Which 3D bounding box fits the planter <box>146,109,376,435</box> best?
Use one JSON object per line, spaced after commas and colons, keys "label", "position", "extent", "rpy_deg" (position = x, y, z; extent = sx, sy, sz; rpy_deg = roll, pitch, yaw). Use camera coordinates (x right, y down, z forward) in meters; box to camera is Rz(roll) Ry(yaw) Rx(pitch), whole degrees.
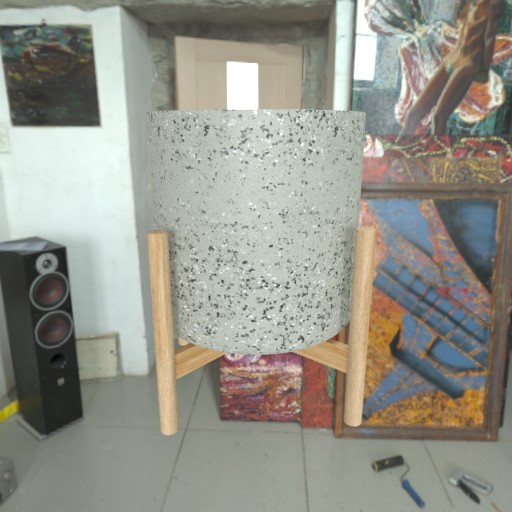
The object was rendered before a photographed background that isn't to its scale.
{"label": "planter", "position": [0.000, 0.000, 0.685], "extent": [0.360, 0.419, 0.360], "rpy_deg": [-8, 18, -25]}
